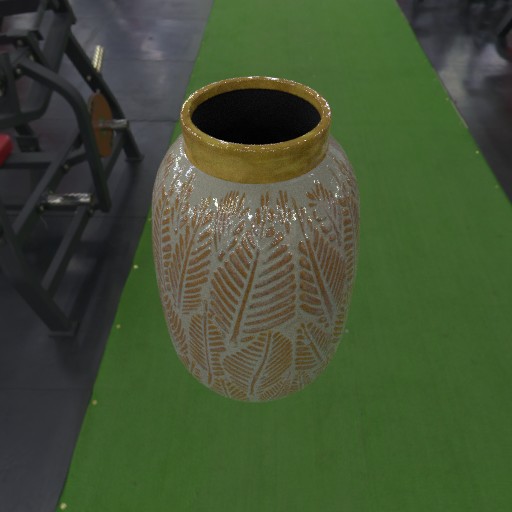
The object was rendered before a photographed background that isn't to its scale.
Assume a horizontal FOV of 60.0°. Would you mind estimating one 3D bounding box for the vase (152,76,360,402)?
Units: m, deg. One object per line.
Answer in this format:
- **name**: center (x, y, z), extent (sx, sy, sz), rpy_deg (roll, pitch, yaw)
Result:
- **vase**: center (0.000, 0.000, 0.379), extent (0.172, 0.270, 0.172), rpy_deg (0, 46, 0)
